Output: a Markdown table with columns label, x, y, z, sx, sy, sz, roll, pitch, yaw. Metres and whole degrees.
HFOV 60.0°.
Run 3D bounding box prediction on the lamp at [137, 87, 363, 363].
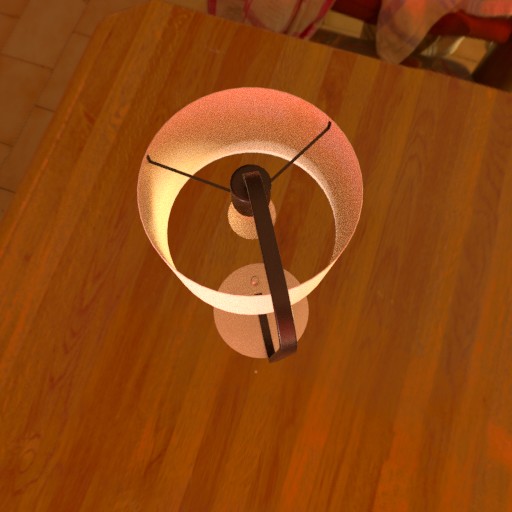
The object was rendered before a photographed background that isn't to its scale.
| label | x | y | z | sx | sy | sz | roll | pitch | yaw |
| --- | --- | --- | --- | --- | --- | --- | --- | --- | --- |
| lamp | 0.000 | 0.000 | 0.617 | 0.230 | 0.473 | 0.288 | -12 | 76 | -3 |
